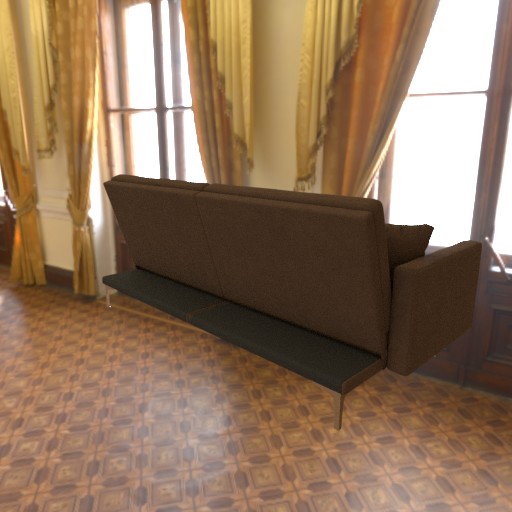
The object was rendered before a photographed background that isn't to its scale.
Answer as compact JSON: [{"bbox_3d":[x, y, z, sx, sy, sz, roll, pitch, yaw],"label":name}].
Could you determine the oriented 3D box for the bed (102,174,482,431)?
[{"bbox_3d":[0.000,0.000,2.301,0.889,0.787,1.905,-14,20,-43],"label":"bed"}]
